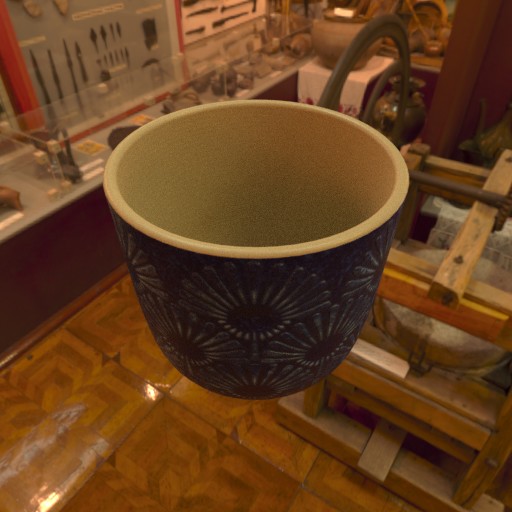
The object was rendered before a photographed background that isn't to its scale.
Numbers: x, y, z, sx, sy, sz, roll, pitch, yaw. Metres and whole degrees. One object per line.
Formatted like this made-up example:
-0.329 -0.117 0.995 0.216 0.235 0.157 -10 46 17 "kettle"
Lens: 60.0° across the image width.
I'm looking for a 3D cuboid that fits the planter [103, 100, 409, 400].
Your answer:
0.000 0.000 0.220 0.124 0.109 0.124 0 41 0 "planter"
